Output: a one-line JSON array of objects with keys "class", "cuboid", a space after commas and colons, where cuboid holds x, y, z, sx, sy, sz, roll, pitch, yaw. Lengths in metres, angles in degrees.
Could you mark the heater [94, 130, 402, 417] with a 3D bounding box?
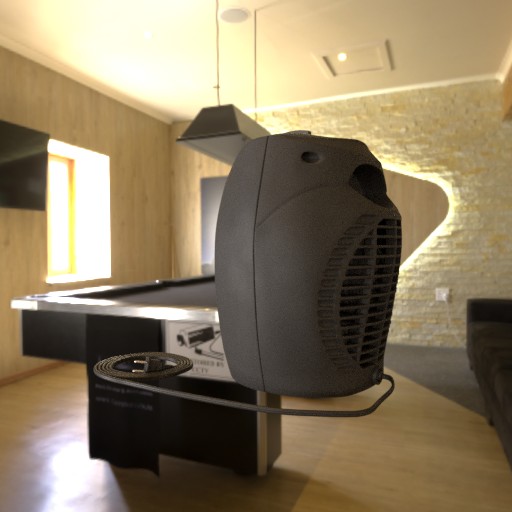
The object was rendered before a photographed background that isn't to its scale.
[{"class": "heater", "cuboid": [0.000, 0.000, 0.462, 0.291, 0.240, 0.239, 1, 2, 37]}]
